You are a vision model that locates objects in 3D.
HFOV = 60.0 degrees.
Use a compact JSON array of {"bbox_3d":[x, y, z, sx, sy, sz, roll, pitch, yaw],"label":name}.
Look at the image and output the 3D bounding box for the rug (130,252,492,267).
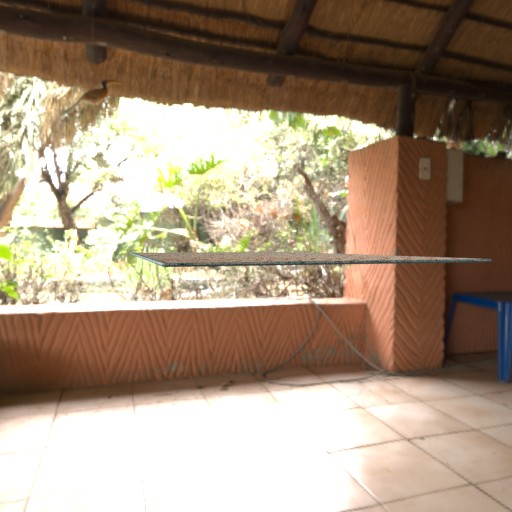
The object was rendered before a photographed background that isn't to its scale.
[{"bbox_3d":[0.000,0.000,2.991,1.524,0.015,2.438,0,1,-19],"label":"rug"}]
